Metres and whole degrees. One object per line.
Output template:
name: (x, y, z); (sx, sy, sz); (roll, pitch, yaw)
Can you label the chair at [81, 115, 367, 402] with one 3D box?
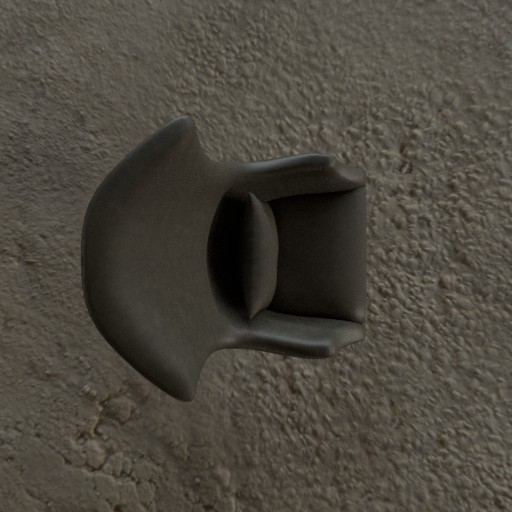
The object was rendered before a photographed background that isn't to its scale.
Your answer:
chair: (0.000, 0.000, 1.737); (0.954, 1.068, 0.819); (0, 91, 0)
